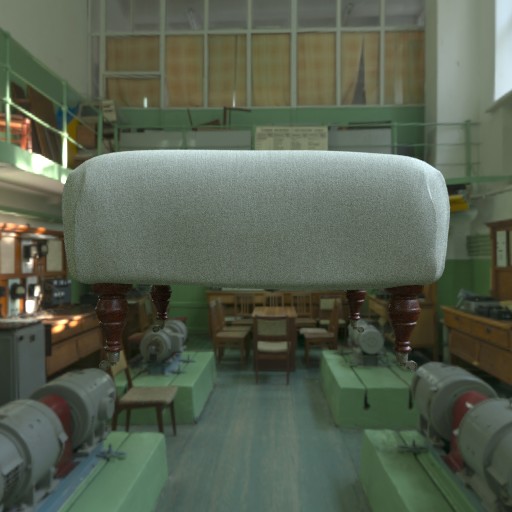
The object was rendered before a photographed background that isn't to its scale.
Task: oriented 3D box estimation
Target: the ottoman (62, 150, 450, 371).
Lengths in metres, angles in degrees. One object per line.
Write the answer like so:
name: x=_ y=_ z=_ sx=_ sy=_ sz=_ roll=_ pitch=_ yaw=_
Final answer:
ottoman: x=0.000 y=0.000 z=1.095 sx=0.747 sy=0.450 sz=0.622 roll=0 pitch=0 yaw=0
